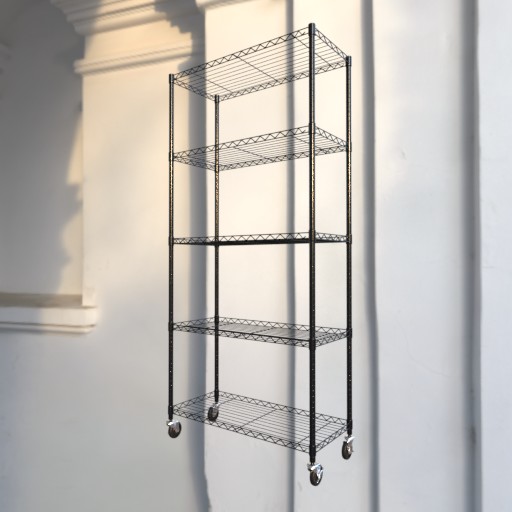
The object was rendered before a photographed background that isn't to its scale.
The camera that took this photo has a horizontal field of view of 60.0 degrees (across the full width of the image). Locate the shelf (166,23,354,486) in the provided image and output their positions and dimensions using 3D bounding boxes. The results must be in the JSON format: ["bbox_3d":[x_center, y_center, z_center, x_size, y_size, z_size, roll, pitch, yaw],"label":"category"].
[{"bbox_3d":[0.000,0.000,1.910,0.762,1.645,0.356,-1,-1,36],"label":"shelf"}]
